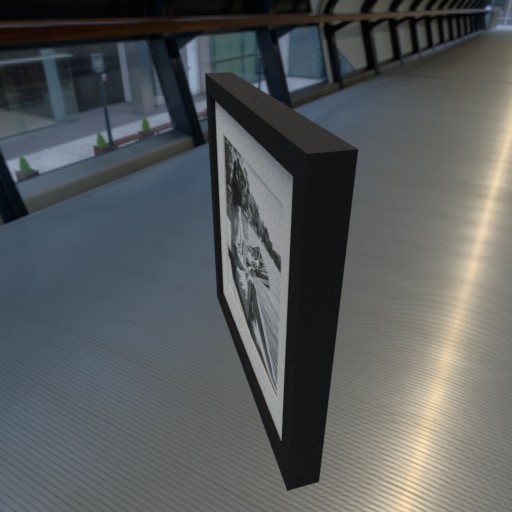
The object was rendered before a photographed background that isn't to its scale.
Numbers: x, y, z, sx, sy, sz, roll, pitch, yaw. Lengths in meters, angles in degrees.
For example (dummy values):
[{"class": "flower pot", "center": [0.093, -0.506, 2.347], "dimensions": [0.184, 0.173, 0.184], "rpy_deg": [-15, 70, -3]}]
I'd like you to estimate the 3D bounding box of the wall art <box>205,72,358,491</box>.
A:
[{"class": "wall art", "center": [0.000, 0.000, 0.448], "dimensions": [0.030, 0.305, 0.308], "rpy_deg": [-8, 31, -14]}]
